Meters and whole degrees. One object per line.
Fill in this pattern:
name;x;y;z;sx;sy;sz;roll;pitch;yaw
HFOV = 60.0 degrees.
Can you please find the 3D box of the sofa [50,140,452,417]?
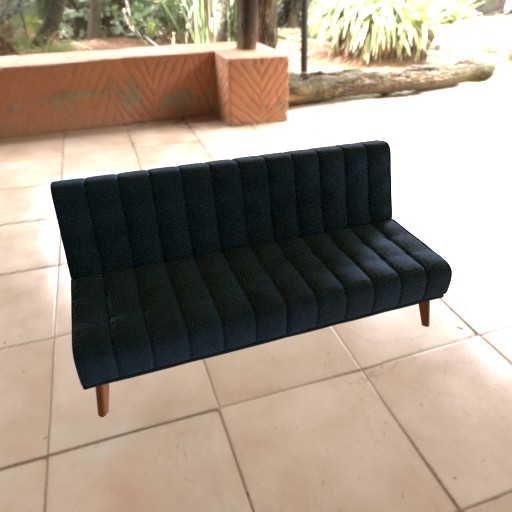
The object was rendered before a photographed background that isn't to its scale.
sofa;0.000;0.000;2.282;1.804;0.813;0.855;-11;35;-16
